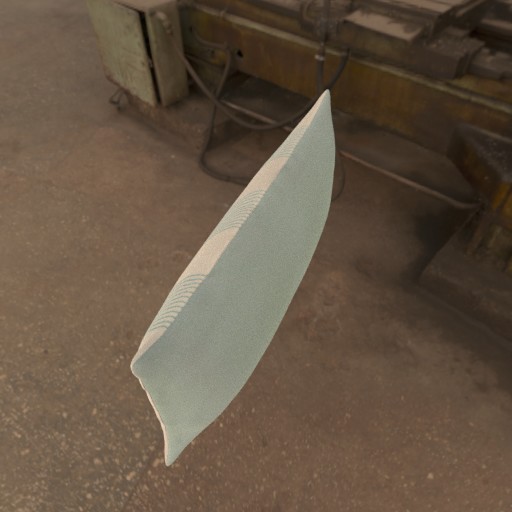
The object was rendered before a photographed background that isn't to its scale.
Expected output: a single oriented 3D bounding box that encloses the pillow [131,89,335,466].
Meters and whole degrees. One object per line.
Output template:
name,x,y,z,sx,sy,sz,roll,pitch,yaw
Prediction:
pillow,0.000,0.000,0.714,0.151,0.287,0.610,18,50,16
